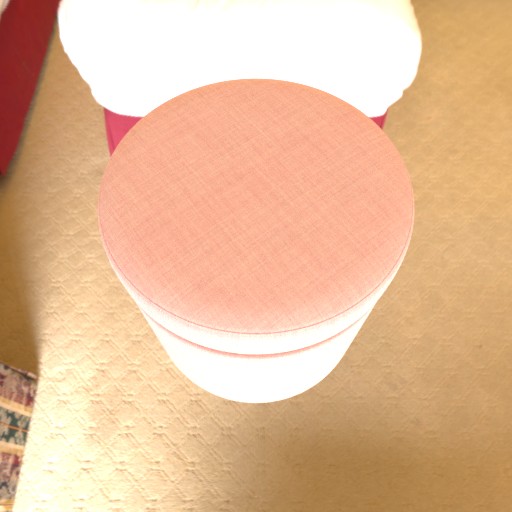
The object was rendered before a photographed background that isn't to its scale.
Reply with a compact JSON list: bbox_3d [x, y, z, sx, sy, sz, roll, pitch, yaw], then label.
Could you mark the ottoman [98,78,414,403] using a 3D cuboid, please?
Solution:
[{"bbox_3d":[0.000,0.000,0.721,0.400,0.406,0.400,0,62,0],"label":"ottoman"}]
